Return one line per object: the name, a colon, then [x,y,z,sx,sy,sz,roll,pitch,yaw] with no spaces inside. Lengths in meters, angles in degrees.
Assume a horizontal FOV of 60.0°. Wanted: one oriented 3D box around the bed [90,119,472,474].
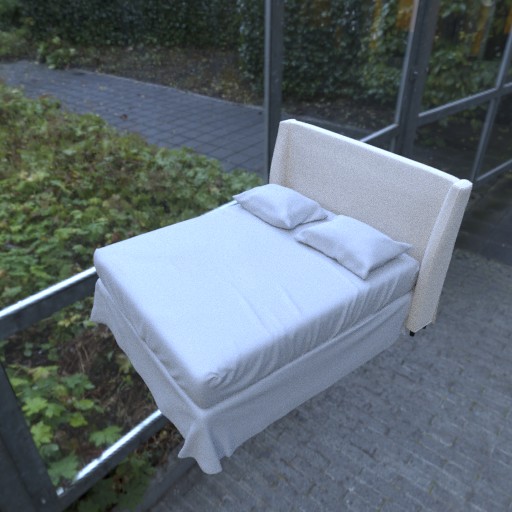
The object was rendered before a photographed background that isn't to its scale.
bed: [0.000,0.000,3.412,2.276,1.332,1.925,-22,39,-30]
